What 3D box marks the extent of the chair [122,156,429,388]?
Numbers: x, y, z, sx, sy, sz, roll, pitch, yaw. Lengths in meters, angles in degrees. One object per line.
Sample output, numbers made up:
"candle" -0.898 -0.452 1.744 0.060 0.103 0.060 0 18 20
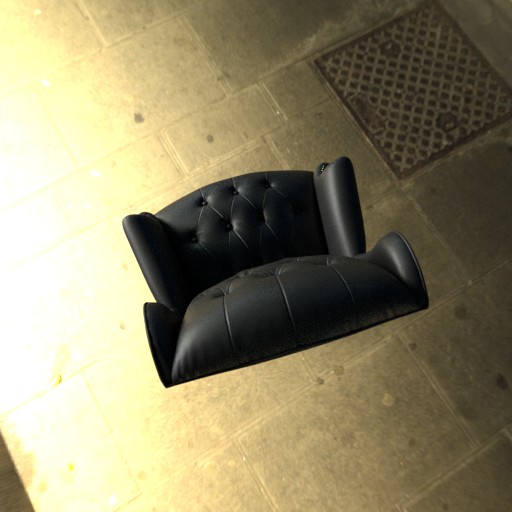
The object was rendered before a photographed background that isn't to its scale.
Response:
"chair" 0.000 0.000 1.611 0.838 1.111 0.762 -16 75 -4
